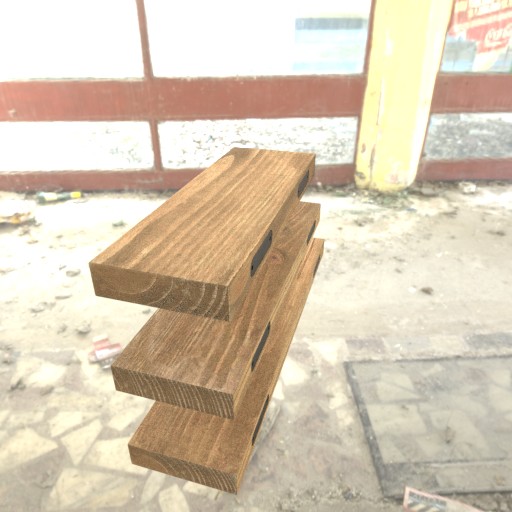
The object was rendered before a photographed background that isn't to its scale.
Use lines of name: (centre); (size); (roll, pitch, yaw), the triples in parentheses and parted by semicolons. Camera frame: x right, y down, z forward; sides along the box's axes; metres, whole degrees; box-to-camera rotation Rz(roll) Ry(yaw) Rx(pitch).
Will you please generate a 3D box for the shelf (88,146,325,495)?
shelf: (0.000, 0.000, 0.719); (0.140, 0.293, 0.610); (9, 31, 15)
